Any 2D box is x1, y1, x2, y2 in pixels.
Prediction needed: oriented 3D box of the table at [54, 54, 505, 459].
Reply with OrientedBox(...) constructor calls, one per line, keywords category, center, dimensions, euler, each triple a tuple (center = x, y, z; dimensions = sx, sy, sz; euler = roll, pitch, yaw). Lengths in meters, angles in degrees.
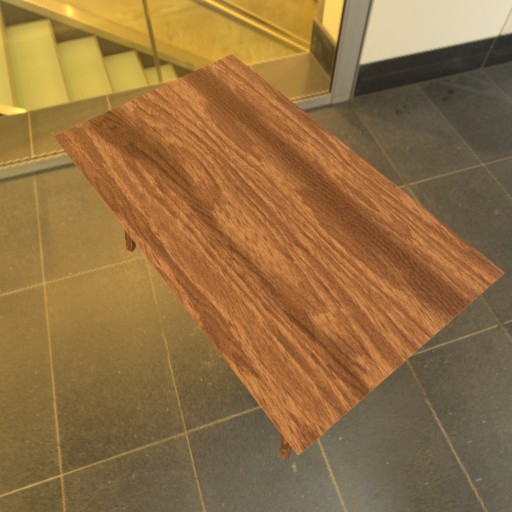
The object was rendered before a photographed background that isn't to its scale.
OrientedBox(category="table", center=(0.000, 0.000, 1.759), dimensions=(0.801, 0.724, 1.349), euler=(-34, 64, -19))
